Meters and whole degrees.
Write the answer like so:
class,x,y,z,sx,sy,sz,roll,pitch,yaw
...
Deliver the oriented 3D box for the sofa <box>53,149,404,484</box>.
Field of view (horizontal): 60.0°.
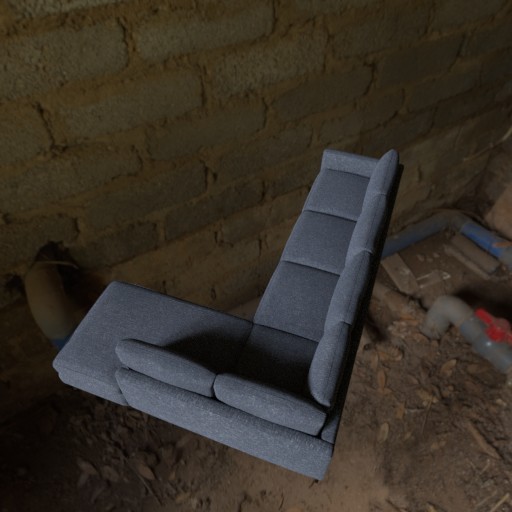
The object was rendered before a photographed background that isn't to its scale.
class,x,y,z,sx,sy,sz,roll,pitch,yaw
sofa,0.000,0.000,3.782,2.007,0.815,2.949,16,50,13
